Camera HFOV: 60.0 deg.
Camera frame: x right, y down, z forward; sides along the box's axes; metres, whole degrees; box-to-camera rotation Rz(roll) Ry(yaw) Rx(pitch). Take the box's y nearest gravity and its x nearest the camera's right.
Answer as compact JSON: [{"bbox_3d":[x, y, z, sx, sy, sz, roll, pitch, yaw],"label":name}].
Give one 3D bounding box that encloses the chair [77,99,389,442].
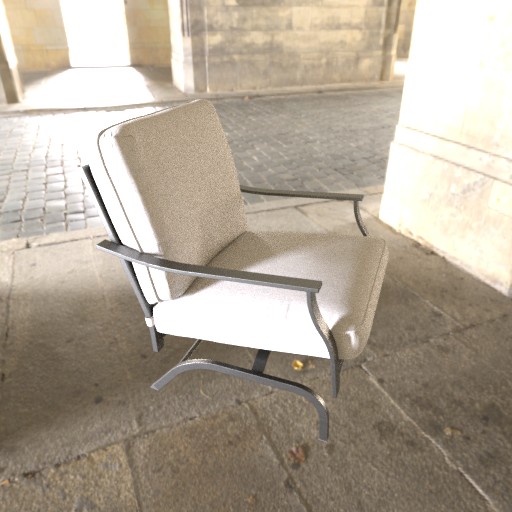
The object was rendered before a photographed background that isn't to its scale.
[{"bbox_3d":[0.000,0.000,1.415,0.787,0.860,0.650,10,30,18],"label":"chair"}]
